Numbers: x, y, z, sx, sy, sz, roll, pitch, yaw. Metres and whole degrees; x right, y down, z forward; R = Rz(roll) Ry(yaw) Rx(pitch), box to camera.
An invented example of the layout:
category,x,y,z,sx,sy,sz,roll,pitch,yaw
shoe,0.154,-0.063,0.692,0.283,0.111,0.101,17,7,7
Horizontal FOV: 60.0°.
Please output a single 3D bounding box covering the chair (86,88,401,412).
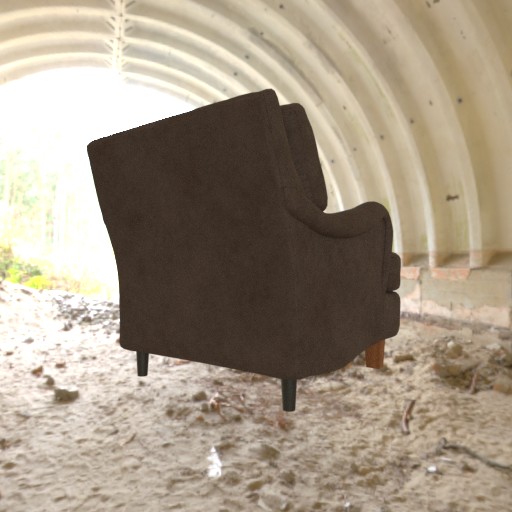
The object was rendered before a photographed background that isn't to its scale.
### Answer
category,x,y,z,sx,sy,sz,roll,pitch,yaw
chair,0.000,0.000,1.880,0.955,0.997,1.070,-1,-2,37
